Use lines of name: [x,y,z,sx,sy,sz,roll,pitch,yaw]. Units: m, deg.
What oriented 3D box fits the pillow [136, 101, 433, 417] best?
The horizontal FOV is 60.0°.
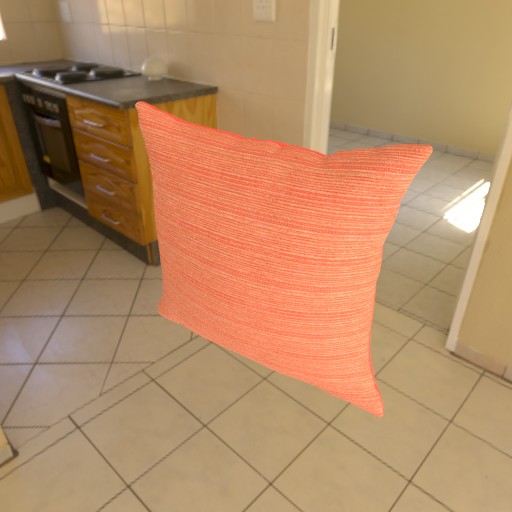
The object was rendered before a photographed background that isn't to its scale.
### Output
pillow: [0.000,0.000,0.815,0.559,0.501,0.229,19,36,29]
